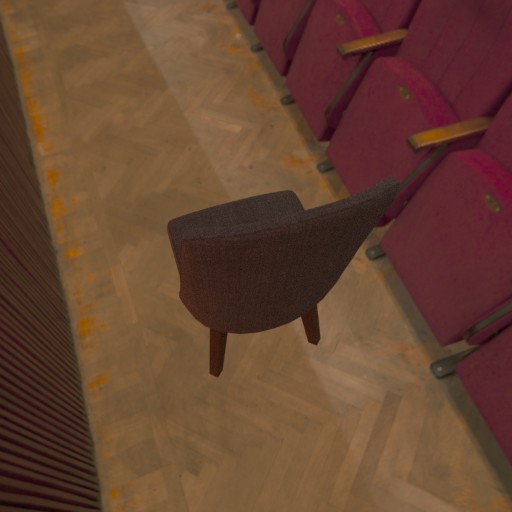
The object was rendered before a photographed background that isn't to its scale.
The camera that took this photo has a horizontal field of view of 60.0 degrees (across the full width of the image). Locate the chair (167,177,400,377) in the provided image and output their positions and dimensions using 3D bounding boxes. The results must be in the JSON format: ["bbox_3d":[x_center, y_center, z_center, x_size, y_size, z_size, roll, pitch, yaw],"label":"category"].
[{"bbox_3d":[0.000,0.000,1.350,0.510,1.050,0.577,-16,58,-10],"label":"chair"}]
